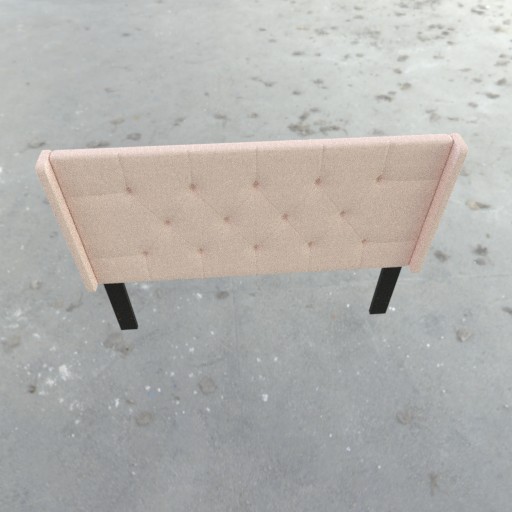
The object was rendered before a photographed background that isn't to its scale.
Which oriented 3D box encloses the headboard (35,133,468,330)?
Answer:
[{"bbox_3d":[0.000,0.000,2.689,2.051,1.524,0.184,-3,46,-3],"label":"headboard"}]
